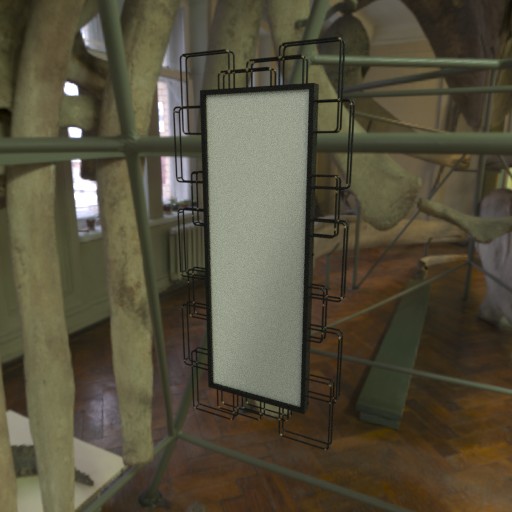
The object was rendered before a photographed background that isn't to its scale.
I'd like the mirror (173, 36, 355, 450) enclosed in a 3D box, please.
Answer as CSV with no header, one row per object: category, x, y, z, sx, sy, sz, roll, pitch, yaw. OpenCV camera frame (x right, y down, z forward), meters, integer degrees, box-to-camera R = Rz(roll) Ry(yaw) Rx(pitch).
mirror,0.000,0.000,1.371,0.565,1.192,0.037,7,16,26
